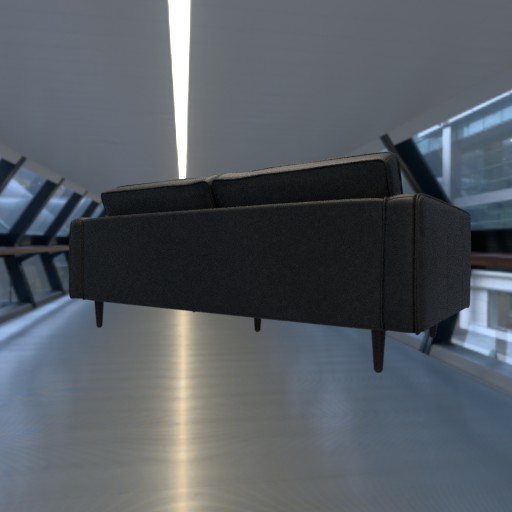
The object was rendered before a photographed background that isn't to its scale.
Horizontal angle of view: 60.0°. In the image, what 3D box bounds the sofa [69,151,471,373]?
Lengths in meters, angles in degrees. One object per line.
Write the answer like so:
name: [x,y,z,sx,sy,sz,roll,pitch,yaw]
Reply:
sofa: [0.000,0.000,2.242,1.879,0.770,0.921,0,1,35]
